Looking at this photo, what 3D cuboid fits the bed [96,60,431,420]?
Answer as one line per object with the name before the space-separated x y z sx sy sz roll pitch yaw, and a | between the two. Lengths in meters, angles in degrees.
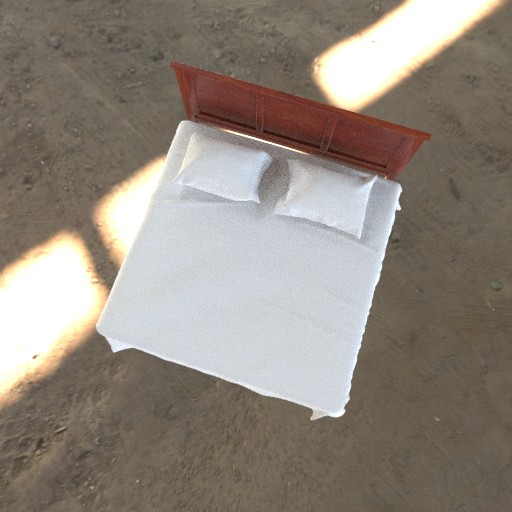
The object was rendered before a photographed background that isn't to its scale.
bed | 0.000 0.000 3.619 2.314 1.271 2.219 18 76 4
